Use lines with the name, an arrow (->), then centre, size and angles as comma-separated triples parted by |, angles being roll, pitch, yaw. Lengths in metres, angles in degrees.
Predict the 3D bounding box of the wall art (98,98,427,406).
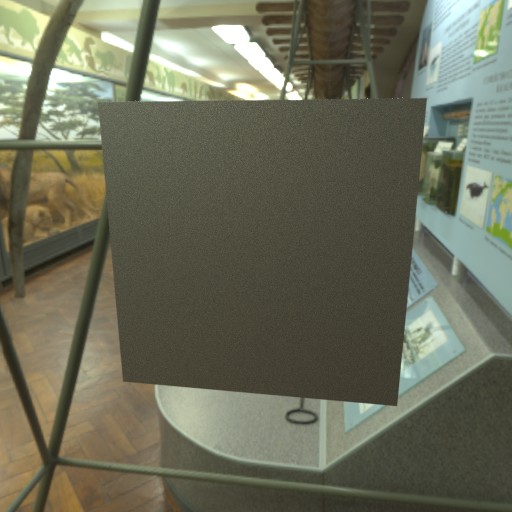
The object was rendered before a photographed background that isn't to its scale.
wall art -> 0.000, 0.000, 0.530 | 0.350, 0.350, 0.038 | 2, 16, 9
